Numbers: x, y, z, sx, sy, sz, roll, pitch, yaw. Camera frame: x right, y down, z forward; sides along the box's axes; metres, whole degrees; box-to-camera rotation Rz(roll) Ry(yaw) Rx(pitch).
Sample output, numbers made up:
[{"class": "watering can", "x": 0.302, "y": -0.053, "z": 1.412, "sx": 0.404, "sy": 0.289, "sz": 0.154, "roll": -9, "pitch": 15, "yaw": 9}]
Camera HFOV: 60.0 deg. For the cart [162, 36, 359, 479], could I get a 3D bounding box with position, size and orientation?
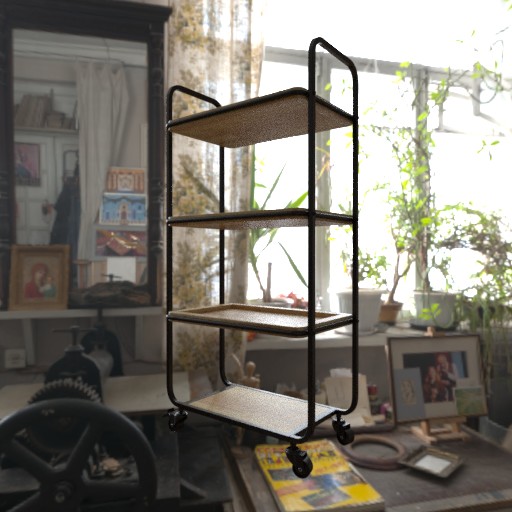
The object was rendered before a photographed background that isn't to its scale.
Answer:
[{"class": "cart", "x": 0.000, "y": 0.000, "z": 1.323, "sx": 0.545, "sy": 1.080, "sz": 0.321, "roll": 0, "pitch": 0, "yaw": 38}]
